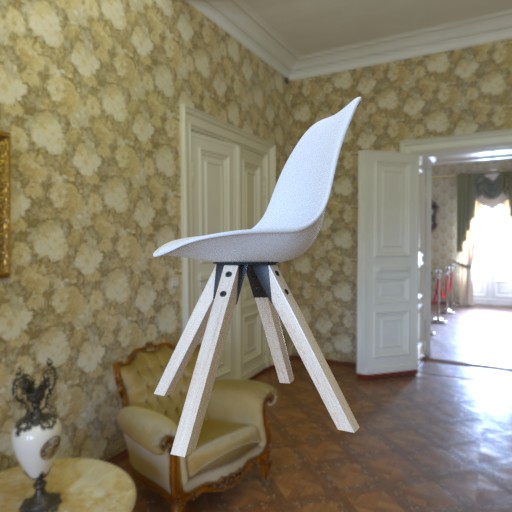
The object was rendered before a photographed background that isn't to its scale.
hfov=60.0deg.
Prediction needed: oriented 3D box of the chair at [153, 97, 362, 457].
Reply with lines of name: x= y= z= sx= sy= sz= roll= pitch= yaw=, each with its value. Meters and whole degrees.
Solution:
chair: x=0.000 y=0.000 z=1.218 sx=0.550 sy=0.850 sz=0.485 roll=0 pitch=1 yaw=-18
